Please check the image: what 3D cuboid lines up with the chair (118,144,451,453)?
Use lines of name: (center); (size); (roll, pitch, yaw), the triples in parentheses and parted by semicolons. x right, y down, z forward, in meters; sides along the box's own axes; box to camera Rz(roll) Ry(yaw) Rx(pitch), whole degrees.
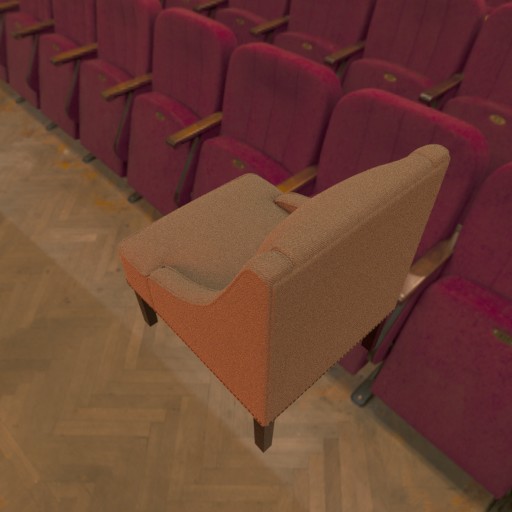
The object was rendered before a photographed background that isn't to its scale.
chair: (0.000, 0.000, 1.422); (0.628, 0.872, 0.748); (-33, 55, -28)
